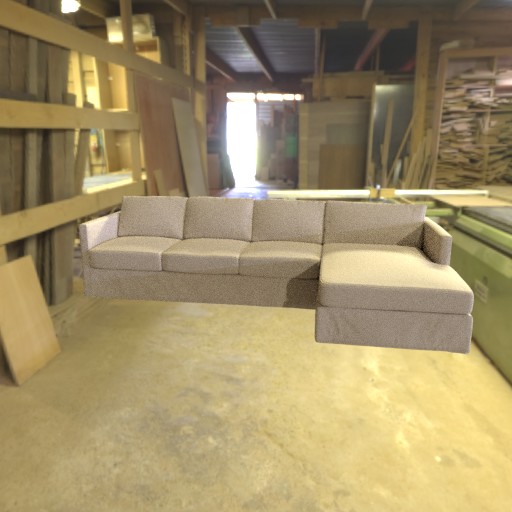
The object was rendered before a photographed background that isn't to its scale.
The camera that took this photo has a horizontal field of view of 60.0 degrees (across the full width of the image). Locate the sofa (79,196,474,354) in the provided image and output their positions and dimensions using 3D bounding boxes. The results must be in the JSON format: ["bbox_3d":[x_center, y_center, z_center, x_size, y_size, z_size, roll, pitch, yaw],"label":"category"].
[{"bbox_3d":[0.000,0.000,3.865,3.206,0.871,1.622,2,14,9],"label":"sofa"}]
